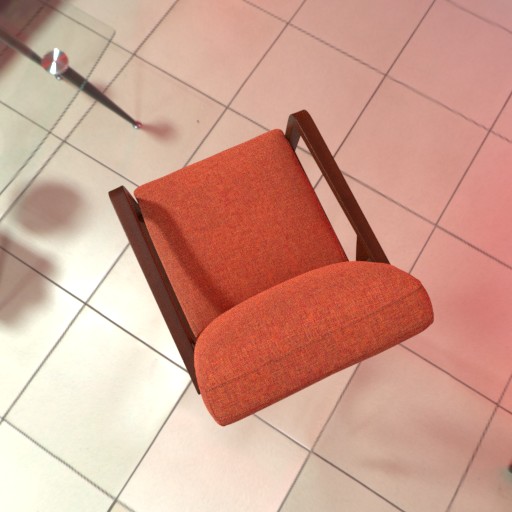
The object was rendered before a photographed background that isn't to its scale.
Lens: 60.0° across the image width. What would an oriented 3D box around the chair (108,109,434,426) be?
[{"bbox_3d":[0.000,0.000,1.516,0.719,0.890,0.860,-24,77,-6],"label":"chair"}]
